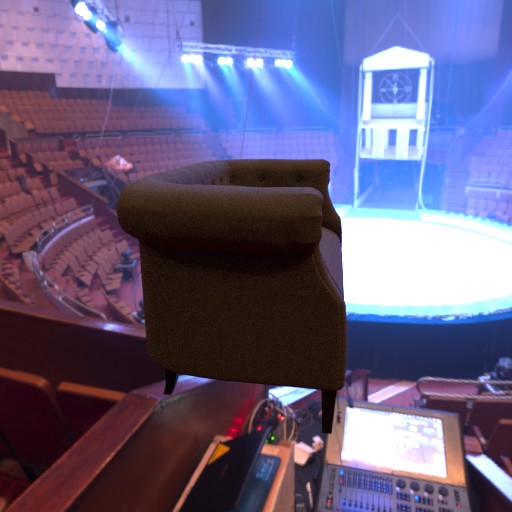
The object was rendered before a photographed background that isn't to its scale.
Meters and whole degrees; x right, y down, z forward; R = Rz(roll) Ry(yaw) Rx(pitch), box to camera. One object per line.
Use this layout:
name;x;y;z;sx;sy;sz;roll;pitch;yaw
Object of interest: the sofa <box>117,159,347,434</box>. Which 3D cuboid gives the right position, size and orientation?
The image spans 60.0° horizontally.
sofa;0.000;0.000;2.095;0.835;0.827;1.558;3;16;10
